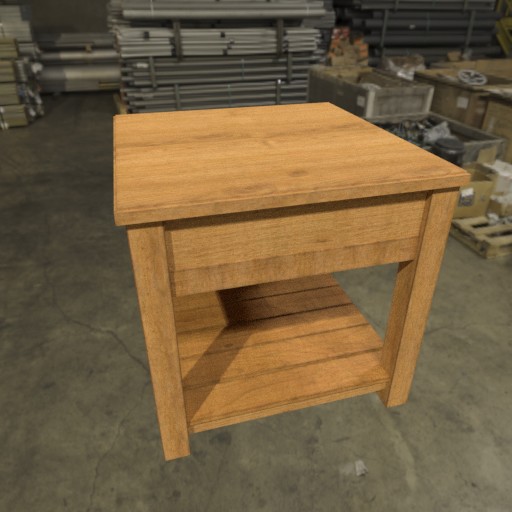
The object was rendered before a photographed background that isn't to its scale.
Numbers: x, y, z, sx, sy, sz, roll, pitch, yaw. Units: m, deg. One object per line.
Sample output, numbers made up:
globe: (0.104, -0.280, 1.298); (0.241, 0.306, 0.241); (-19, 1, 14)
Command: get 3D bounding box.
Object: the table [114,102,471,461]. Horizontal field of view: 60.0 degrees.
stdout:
table: (0.000, 0.000, 1.109); (0.612, 0.593, 0.616); (-8, 31, -13)
